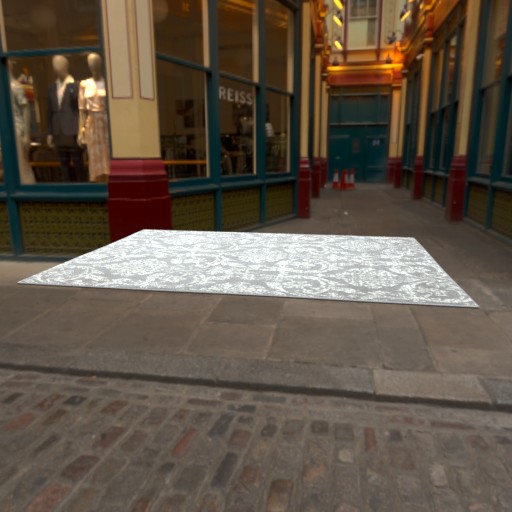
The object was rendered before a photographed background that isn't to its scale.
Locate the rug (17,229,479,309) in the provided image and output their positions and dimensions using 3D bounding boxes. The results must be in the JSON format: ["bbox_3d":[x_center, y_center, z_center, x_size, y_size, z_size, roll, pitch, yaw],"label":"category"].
[{"bbox_3d":[0.000,0.000,2.830,2.206,0.014,1.578,2,13,9],"label":"rug"}]
